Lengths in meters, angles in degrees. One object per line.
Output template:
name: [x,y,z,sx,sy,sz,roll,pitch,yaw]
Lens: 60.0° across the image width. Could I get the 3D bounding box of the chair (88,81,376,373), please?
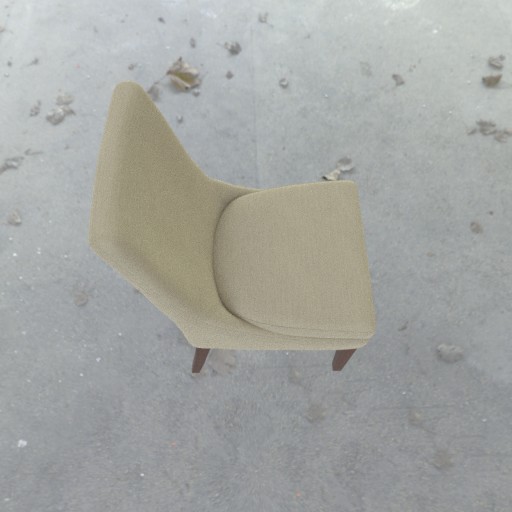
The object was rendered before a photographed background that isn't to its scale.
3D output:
chair: [0.000,0.000,1.287,0.638,0.940,0.515,-1,64,0]
